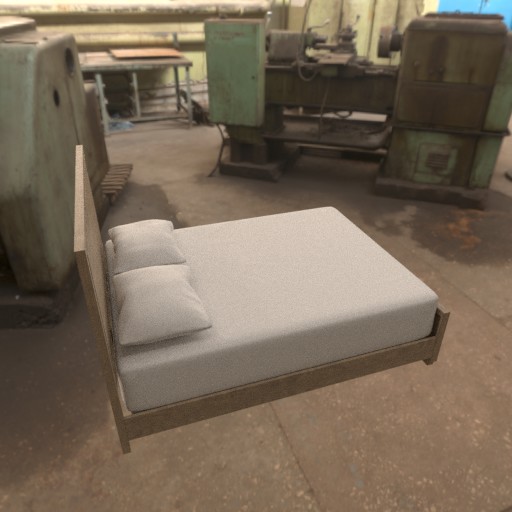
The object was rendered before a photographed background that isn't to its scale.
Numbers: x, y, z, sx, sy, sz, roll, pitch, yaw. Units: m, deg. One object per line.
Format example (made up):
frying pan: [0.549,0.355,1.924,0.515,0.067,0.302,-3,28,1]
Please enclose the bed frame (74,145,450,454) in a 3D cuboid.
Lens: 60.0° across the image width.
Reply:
bed frame: [0.000,0.000,3.195,2.189,1.369,1.606,-10,32,-16]
